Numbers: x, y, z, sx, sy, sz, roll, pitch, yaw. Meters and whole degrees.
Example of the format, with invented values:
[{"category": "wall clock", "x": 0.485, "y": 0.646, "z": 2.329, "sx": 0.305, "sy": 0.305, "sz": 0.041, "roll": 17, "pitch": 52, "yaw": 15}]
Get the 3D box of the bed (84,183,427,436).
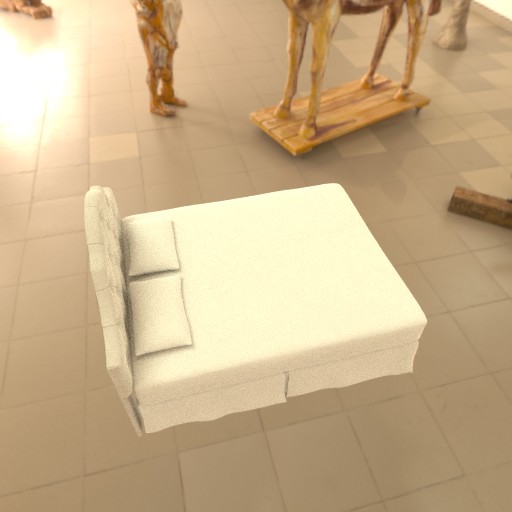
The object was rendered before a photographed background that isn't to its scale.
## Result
[{"category": "bed", "x": 0.000, "y": 0.000, "z": 3.881, "sx": 2.477, "sy": 1.617, "sz": 2.039, "roll": -11, "pitch": 47, "yaw": -10}]
